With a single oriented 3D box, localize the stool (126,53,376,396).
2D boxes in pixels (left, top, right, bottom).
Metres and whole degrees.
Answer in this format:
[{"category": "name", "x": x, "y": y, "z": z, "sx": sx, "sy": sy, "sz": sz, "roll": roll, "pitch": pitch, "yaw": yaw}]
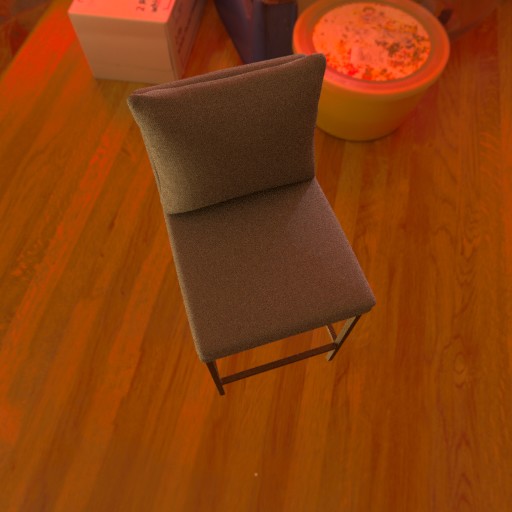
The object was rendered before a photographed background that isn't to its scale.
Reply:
[{"category": "stool", "x": 0.000, "y": 0.000, "z": 1.316, "sx": 0.463, "sy": 1.031, "sz": 0.569, "roll": -16, "pitch": 65, "yaw": -8}]
